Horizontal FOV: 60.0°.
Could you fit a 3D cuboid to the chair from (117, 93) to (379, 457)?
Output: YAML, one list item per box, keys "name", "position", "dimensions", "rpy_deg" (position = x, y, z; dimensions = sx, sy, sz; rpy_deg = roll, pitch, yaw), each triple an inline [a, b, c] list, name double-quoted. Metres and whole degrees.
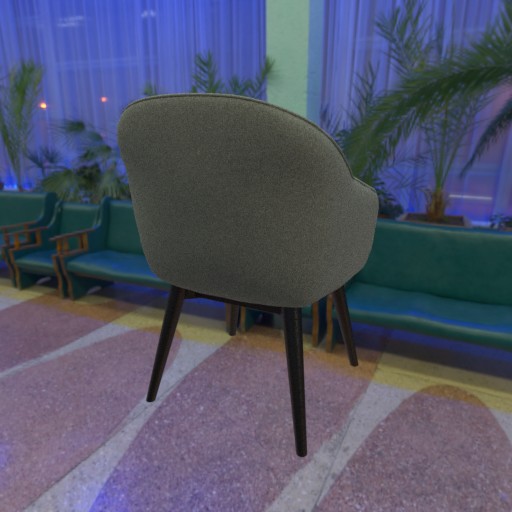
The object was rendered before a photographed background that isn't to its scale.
- name: "chair"
  position: [0.000, 0.000, 1.218]
  dimensions: [0.589, 0.810, 0.611]
  rpy_deg: [9, 19, 26]
